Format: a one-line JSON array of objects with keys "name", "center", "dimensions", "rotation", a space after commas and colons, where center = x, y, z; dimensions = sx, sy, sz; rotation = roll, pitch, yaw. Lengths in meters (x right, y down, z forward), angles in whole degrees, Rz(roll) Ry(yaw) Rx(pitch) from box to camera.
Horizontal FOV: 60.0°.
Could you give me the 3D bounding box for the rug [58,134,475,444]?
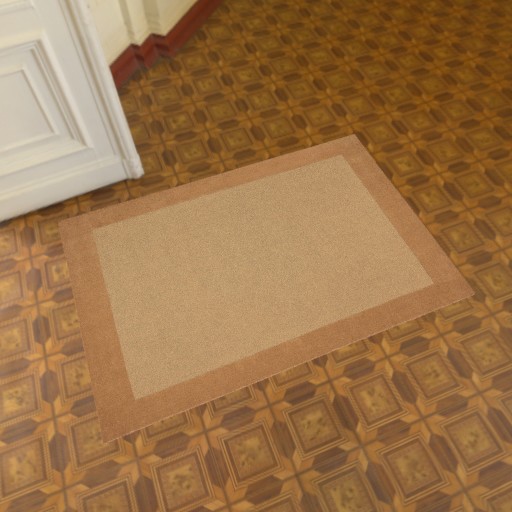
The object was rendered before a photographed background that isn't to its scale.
[{"name": "rug", "center": [0.000, 0.000, 2.290], "dimensions": [1.829, 0.014, 1.219], "rotation": [-19, 59, -12]}]
